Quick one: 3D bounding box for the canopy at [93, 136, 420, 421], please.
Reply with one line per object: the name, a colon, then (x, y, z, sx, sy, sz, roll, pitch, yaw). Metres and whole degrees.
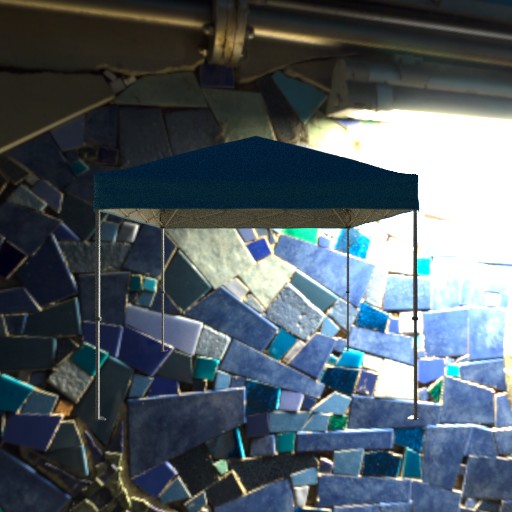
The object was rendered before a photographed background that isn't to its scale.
canopy: (0.000, 0.000, 5.530, 2.998, 2.997, 2.996, 0, 0, 0)
